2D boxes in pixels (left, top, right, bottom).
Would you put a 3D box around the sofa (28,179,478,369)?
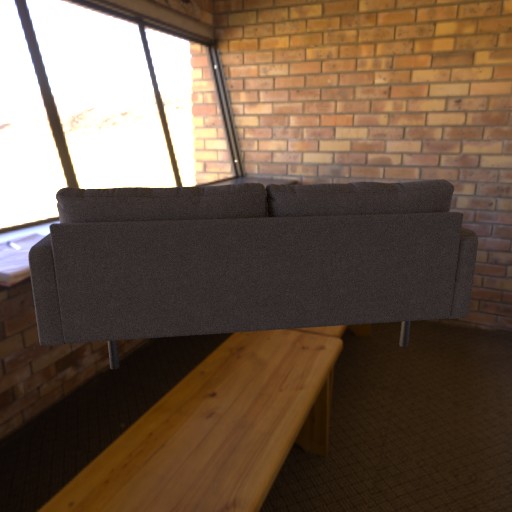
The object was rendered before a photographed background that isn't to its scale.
[{"bbox_3d":[0.000,0.000,2.488,2.100,0.880,0.880,-2,16,-8],"label":"sofa"}]
